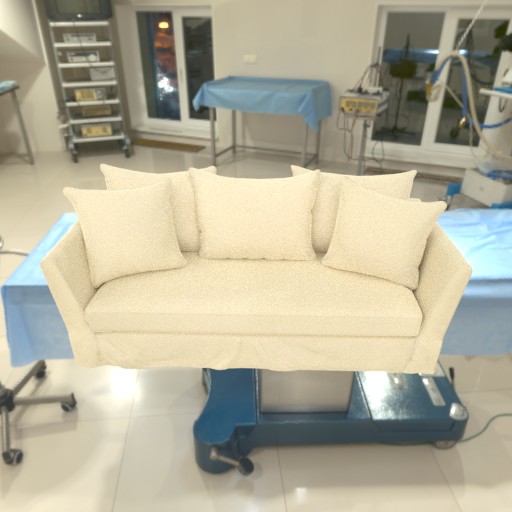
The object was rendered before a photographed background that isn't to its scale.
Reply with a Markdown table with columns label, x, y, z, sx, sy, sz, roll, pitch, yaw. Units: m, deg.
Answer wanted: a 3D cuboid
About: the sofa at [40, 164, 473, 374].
| label | x | y | z | sx | sy | sz | roll | pitch | yaw |
| --- | --- | --- | --- | --- | --- | --- | --- | --- | --- |
| sofa | 0.000 | 0.000 | 2.853 | 2.290 | 1.034 | 1.031 | 1 | 30 | 1 |
